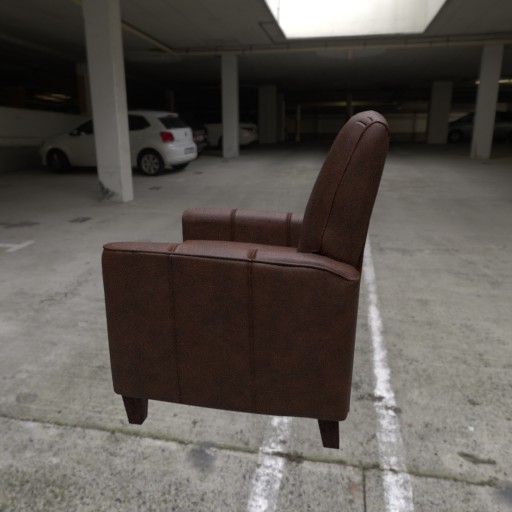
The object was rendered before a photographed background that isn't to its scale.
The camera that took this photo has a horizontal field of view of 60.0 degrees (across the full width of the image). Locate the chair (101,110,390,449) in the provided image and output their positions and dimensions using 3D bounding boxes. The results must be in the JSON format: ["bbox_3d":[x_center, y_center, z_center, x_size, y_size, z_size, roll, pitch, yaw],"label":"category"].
[{"bbox_3d":[0.000,0.000,1.649,0.850,1.010,0.839,3,15,11],"label":"chair"}]
